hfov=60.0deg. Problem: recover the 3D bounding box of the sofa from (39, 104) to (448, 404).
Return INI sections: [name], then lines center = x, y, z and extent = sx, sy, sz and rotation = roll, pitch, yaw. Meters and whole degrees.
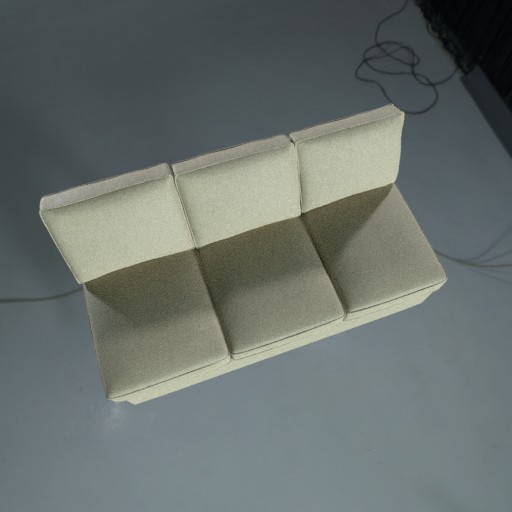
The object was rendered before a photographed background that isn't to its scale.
[sofa]
center = 0.000, 0.000, 2.523
extent = 1.962, 0.973, 1.027
rotation = -18, 66, -8
